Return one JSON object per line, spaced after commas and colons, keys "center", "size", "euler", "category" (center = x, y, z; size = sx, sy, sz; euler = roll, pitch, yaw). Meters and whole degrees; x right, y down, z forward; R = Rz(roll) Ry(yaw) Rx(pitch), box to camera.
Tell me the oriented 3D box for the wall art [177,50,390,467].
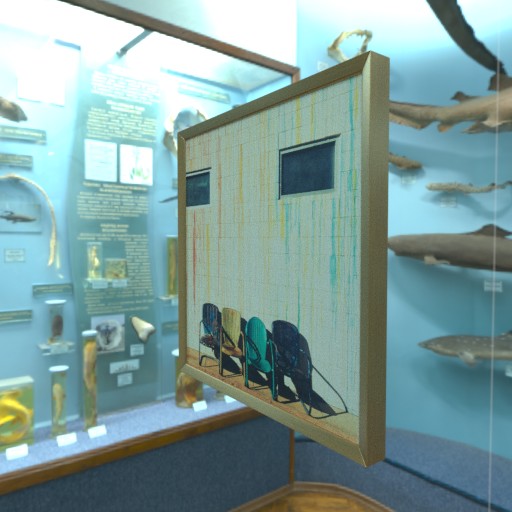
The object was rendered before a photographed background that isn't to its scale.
{"center": [0.000, 0.000, 0.748], "size": [0.037, 0.505, 0.505], "euler": [-2, 3, -37], "category": "wall art"}
